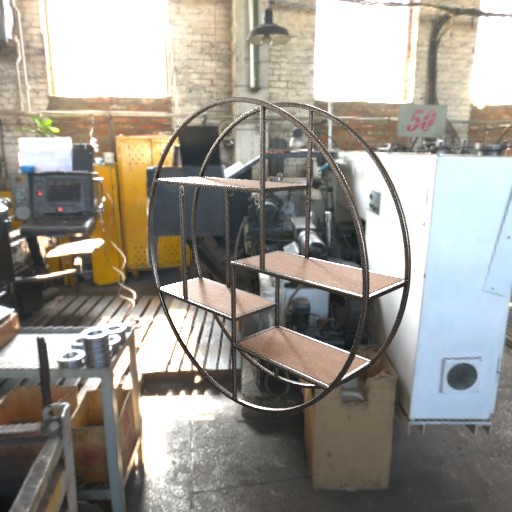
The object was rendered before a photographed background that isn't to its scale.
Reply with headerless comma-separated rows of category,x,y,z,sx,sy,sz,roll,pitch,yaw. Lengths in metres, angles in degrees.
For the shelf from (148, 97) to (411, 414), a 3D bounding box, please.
shelf,0.000,0.000,1.334,0.202,0.888,0.888,-13,19,-43
